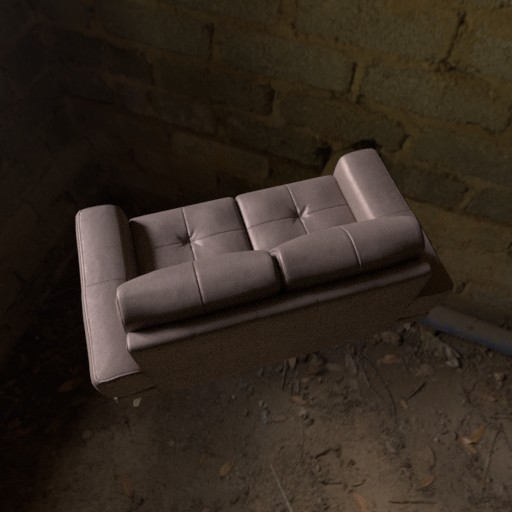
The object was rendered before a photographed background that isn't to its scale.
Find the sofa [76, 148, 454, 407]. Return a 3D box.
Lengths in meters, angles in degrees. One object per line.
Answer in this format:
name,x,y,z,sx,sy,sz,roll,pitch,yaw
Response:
sofa,0.000,0.000,2.367,1.806,0.907,1.018,-14,59,-8
